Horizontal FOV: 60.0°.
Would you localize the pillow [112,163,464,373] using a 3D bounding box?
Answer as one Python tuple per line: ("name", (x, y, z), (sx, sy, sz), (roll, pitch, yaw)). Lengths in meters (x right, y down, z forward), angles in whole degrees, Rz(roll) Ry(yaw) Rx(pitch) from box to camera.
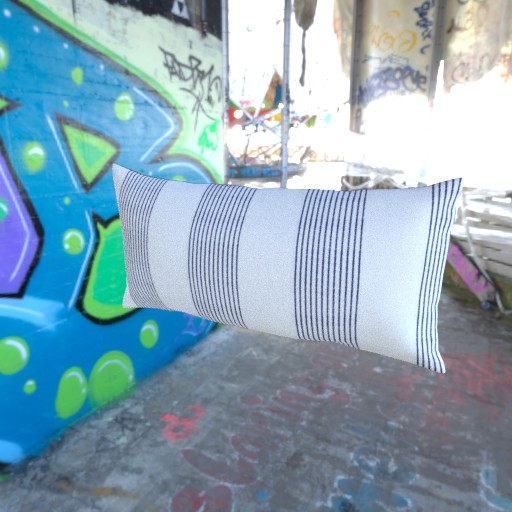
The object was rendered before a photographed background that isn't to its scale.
("pillow", (0.000, 0.000, 0.735), (0.610, 0.287, 0.151), (7, 16, 26))
